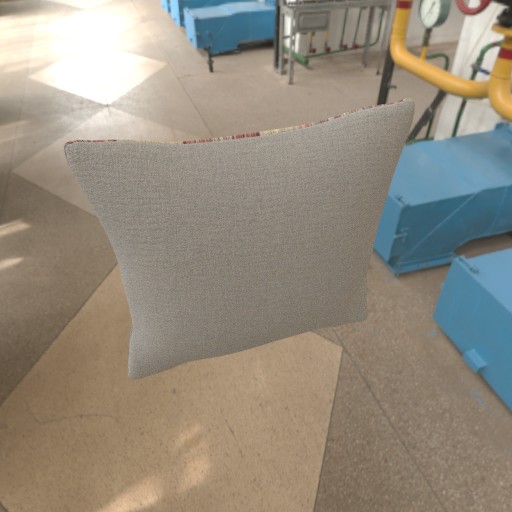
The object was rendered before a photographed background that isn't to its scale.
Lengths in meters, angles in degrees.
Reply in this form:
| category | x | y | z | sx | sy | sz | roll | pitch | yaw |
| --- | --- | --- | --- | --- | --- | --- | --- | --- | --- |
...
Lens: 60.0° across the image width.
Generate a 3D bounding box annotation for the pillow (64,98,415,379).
| category | x | y | z | sx | sy | sz | roll | pitch | yaw |
| --- | --- | --- | --- | --- | --- | --- | --- | --- | --- |
| pillow | 0.000 | 0.000 | 0.649 | 0.437 | 0.419 | 0.136 | -12 | 41 | -14 |
